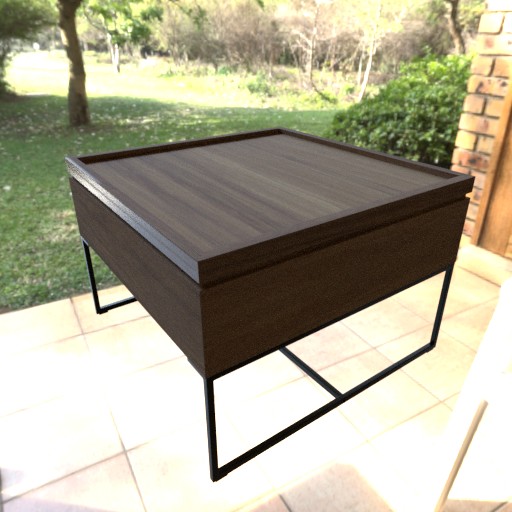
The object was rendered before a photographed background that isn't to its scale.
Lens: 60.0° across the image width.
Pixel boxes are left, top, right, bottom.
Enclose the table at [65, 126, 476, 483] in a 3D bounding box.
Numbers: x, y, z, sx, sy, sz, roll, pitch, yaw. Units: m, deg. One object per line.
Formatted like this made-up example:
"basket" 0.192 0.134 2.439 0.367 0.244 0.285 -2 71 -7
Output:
"table" 0.000 0.000 1.126 0.676 0.464 0.679 -18 32 -31
